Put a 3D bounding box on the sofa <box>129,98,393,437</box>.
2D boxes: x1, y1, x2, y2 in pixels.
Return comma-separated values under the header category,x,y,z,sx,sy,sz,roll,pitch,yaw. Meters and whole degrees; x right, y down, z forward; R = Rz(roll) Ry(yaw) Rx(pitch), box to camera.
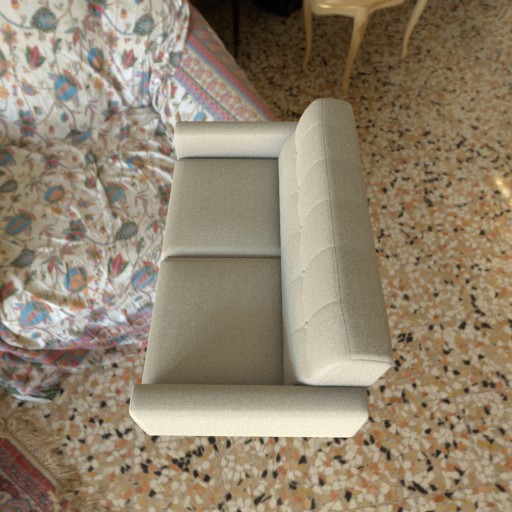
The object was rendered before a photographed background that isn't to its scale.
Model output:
category,x,y,z,sx,sy,sz,roll,pitch,yaw
sofa,0.000,0.000,2.248,0.980,0.892,1.655,0,57,0
